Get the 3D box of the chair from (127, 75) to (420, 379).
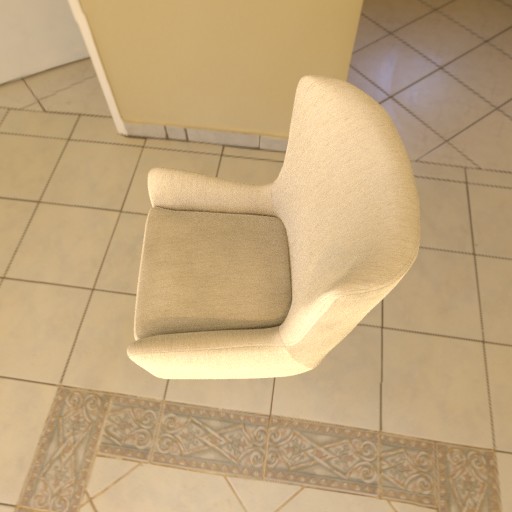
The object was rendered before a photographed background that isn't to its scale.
[{"bbox_3d":[0.000,0.000,1.655,0.904,1.000,0.779,-1,61,-1],"label":"chair"}]
